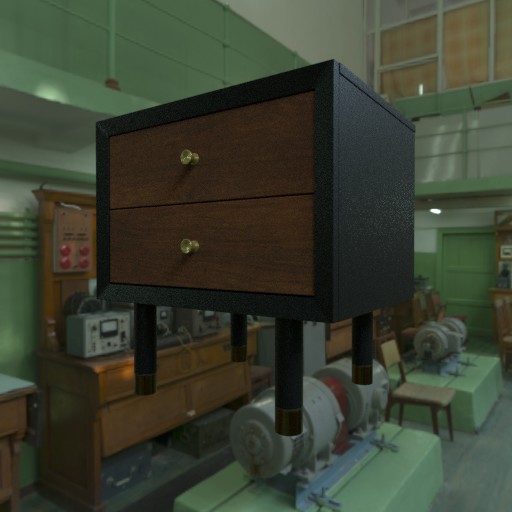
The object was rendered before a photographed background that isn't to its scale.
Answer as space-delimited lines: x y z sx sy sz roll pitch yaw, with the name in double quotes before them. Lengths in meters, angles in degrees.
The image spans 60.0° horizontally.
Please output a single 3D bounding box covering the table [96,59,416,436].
"table" 0.000 0.000 0.976 0.564 0.584 0.441 1 1 35
